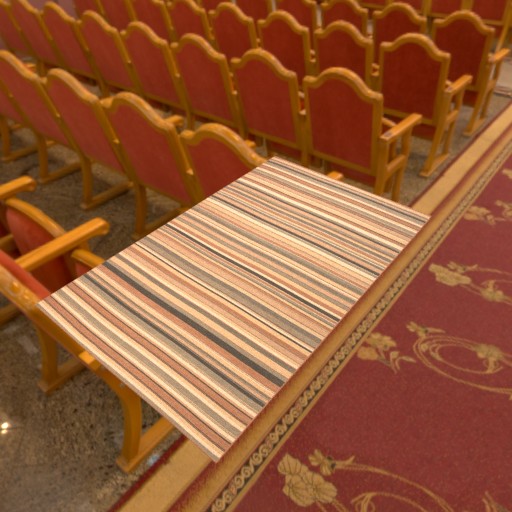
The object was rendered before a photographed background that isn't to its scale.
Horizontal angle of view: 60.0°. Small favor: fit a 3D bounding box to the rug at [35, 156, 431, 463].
[{"bbox_3d":[0.000,0.000,3.070,1.523,0.014,2.438,28,48,29],"label":"rug"}]
